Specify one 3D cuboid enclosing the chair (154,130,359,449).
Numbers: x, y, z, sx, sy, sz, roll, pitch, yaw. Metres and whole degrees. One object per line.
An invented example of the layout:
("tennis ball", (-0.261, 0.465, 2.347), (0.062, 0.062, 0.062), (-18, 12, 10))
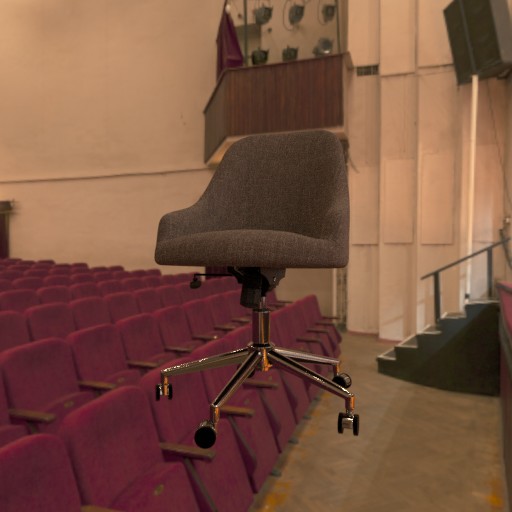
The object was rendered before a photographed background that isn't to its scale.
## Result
("chair", (0.000, 0.000, 1.419), (0.671, 0.950, 0.712), (0, 1, 18))
